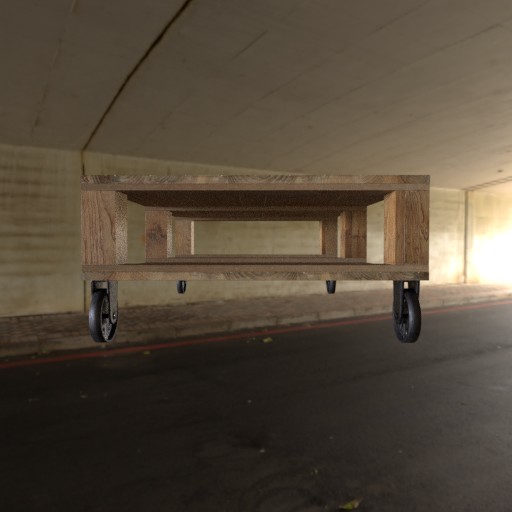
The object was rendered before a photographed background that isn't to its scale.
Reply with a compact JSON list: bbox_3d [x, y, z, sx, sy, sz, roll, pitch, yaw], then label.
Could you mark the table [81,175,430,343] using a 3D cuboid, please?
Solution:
[{"bbox_3d":[0.000,0.000,1.703,0.827,0.413,1.299,0,1,0],"label":"table"}]
